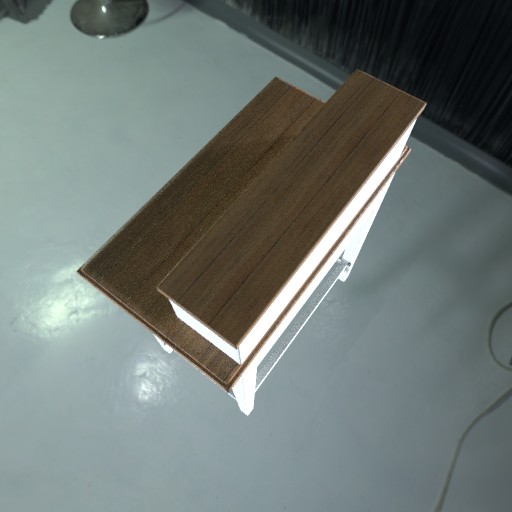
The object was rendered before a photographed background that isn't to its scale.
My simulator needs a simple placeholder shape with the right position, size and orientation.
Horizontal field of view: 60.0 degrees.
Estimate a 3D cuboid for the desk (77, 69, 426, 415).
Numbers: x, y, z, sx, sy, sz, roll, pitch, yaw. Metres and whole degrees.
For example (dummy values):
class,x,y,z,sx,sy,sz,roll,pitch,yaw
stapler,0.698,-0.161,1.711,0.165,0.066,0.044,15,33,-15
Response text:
class,x,y,z,sx,sy,sz,roll,pitch,yaw
desk,0.000,0.000,1.399,0.462,0.981,0.814,34,68,16
